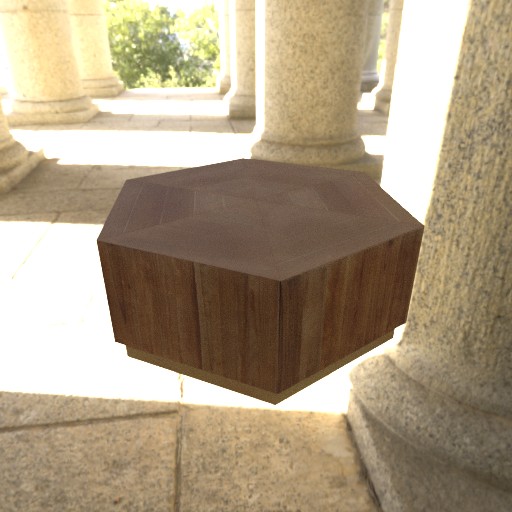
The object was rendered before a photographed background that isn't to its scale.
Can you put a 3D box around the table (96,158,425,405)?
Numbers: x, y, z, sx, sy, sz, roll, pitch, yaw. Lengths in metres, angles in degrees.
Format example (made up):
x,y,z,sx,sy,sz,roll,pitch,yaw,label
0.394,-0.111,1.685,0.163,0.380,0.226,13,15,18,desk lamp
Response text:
x,y,z,sx,sy,sz,roll,pitch,yaw,label
0.000,0.000,1.698,1.154,0.456,1.000,-19,33,-32,table
